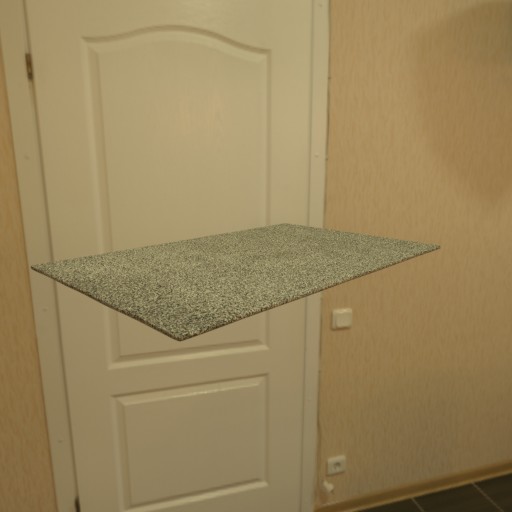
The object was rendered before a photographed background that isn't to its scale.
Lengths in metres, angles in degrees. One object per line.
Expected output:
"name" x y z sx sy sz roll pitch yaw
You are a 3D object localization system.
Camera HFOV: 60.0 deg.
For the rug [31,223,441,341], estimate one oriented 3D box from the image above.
"rug" 0.000 0.000 3.467 1.778 0.030 2.743 13 18 43
